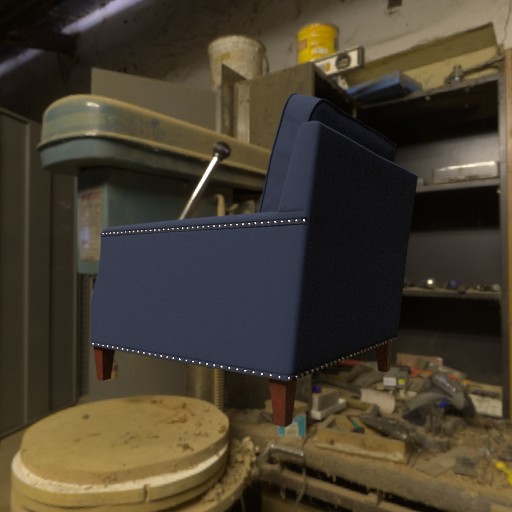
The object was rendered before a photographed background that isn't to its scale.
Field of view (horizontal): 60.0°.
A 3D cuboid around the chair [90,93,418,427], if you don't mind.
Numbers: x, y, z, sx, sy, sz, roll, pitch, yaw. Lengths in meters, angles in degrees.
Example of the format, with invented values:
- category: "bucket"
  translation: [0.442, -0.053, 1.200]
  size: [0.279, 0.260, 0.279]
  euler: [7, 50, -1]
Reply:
- category: "chair"
  translation: [0.000, 0.000, 1.750]
  size: [1.014, 0.943, 0.853]
  euler: [-1, -2, 36]
